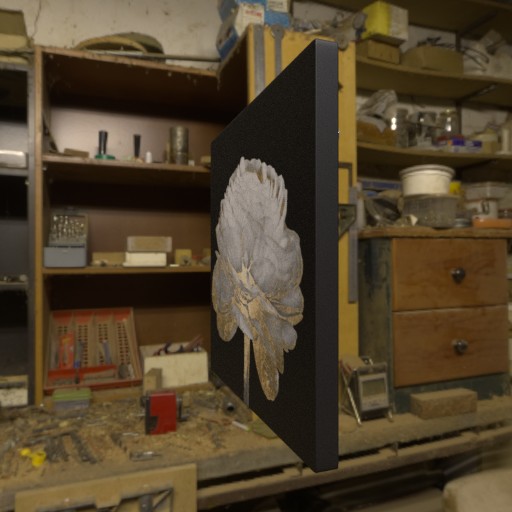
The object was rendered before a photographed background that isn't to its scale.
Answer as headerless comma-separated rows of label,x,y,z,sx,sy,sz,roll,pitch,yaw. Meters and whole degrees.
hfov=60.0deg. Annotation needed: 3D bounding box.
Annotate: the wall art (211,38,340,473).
wall art,0.000,0.000,0.911,0.043,0.611,0.610,0,0,-20
